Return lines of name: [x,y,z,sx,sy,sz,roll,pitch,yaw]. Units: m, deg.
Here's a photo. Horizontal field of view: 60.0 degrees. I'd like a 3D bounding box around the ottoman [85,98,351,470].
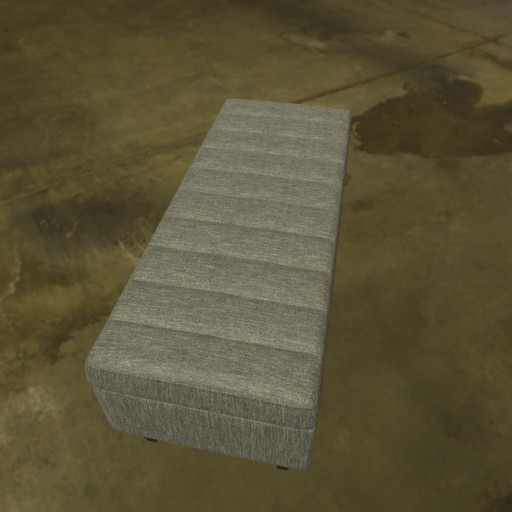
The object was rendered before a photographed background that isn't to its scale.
ottoman: [0.000,0.000,1.372,0.482,0.469,1.151,8,46,8]
